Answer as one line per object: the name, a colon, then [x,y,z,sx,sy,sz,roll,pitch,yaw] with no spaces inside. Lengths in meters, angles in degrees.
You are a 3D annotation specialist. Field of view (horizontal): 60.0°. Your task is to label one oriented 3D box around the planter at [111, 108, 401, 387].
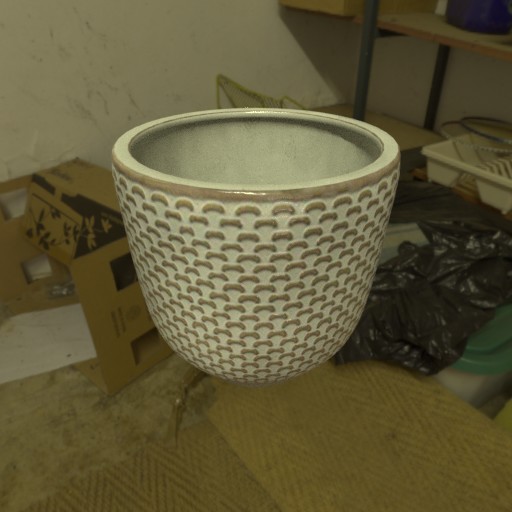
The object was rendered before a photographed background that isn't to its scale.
planter: [0.000,0.000,0.356,0.197,0.191,0.197,0,31,0]
